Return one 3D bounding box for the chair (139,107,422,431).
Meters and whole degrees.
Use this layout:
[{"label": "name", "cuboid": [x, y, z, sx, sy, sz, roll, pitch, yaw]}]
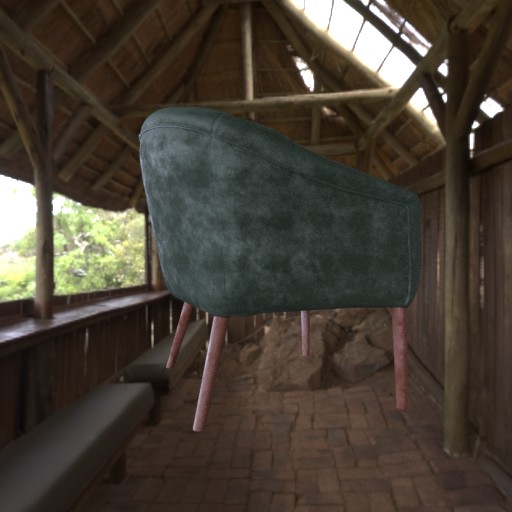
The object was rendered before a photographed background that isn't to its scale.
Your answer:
[{"label": "chair", "cuboid": [0.000, 0.000, 1.519, 0.776, 0.885, 0.851, 0, 1, -17]}]
